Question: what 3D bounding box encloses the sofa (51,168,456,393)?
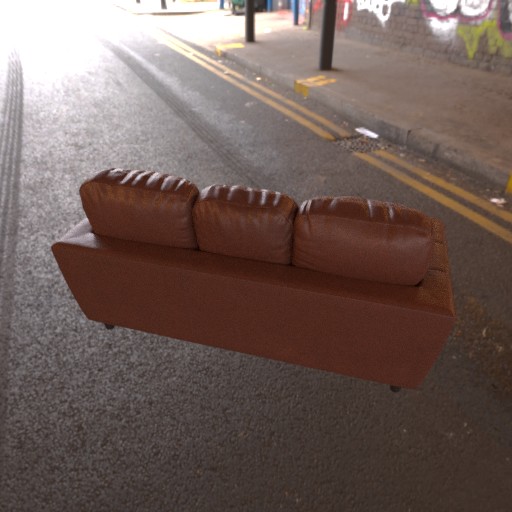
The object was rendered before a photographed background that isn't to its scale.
[{"bbox_3d":[0.000,0.000,2.315,1.862,0.915,0.802,9,35,14],"label":"sofa"}]
